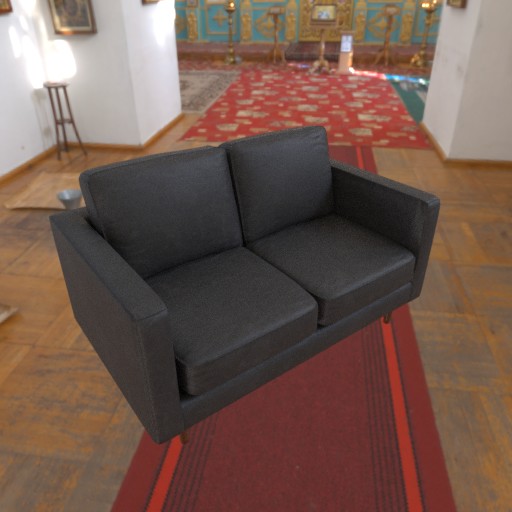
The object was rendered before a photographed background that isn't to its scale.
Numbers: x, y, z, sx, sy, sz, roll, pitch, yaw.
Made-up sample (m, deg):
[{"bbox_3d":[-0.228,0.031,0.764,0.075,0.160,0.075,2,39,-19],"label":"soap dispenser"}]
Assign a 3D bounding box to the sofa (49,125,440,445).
[{"bbox_3d":[0.000,0.000,1.960,1.430,0.899,0.879,-21,36,-31],"label":"sofa"}]
